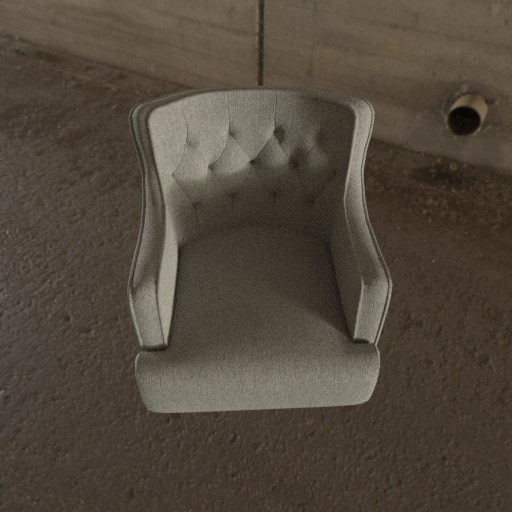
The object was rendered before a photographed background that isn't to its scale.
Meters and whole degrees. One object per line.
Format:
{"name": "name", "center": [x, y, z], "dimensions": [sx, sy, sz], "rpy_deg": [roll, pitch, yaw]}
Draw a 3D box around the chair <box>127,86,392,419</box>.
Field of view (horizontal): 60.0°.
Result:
{"name": "chair", "center": [0.000, 0.000, 1.591], "dimensions": [0.820, 0.920, 0.910], "rpy_deg": [-2, 45, -2]}
